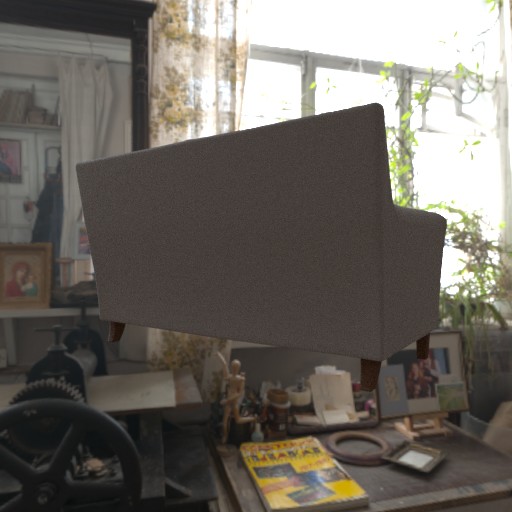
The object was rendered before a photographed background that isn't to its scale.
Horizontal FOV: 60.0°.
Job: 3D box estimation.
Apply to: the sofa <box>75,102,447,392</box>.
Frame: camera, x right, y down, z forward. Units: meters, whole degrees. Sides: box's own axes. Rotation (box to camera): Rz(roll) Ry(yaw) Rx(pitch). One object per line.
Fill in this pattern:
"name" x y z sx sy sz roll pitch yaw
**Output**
"sofa" 0.000 0.000 2.025 1.482 0.890 0.888 0 1 36
